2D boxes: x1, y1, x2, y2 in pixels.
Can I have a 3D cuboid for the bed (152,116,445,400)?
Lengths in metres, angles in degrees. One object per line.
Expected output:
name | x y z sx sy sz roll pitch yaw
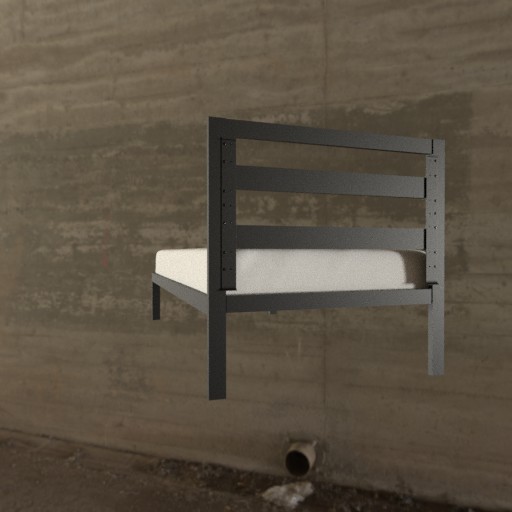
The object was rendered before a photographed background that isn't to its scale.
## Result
bed | 0.000 0.000 2.569 0.991 0.967 1.930 0 1 -19
